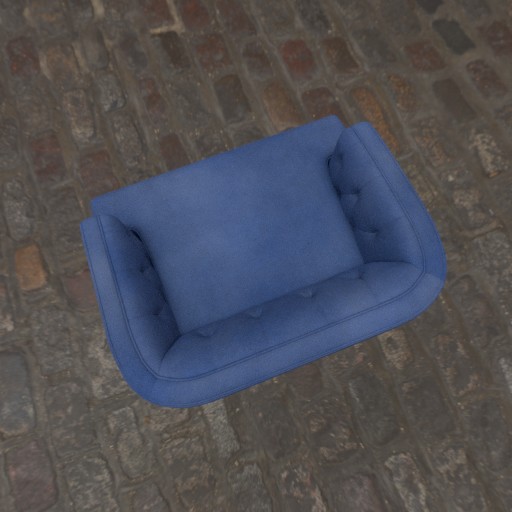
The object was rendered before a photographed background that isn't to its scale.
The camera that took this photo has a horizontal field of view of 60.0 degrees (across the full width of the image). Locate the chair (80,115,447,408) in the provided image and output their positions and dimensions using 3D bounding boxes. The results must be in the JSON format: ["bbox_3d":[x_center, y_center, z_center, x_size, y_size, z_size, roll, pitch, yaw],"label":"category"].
[{"bbox_3d":[0.000,0.000,1.772,1.118,0.787,0.914,-21,75,-6],"label":"chair"}]
